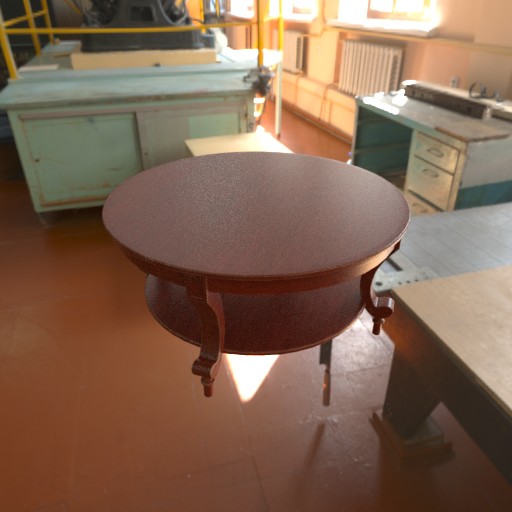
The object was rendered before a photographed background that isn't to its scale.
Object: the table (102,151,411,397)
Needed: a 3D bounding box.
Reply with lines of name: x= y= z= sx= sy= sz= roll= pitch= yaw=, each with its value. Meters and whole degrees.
table: x=0.000 y=0.000 z=1.655 sx=1.029 sy=0.486 sz=1.029 roll=0 pitch=30 yaw=0
